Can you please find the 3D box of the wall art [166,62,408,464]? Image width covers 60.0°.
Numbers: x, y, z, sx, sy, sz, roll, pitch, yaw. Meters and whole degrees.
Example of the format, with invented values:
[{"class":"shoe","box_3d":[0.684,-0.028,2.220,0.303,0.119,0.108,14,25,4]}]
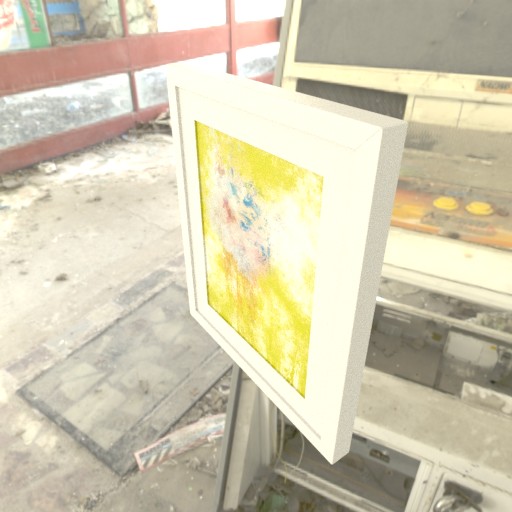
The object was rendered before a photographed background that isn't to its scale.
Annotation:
[{"class":"wall art","box_3d":[0.000,0.000,0.521,0.028,0.381,0.331,-21,38,-30]}]
